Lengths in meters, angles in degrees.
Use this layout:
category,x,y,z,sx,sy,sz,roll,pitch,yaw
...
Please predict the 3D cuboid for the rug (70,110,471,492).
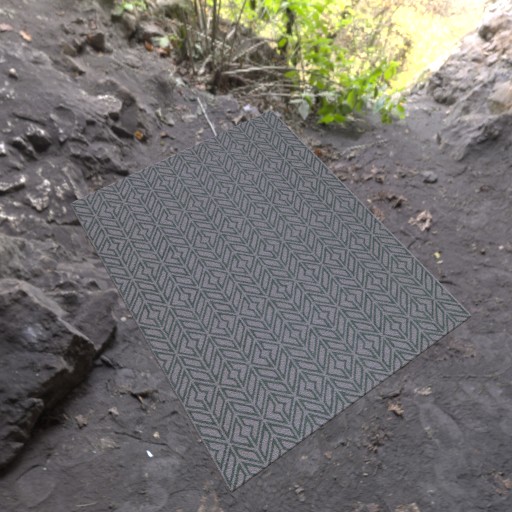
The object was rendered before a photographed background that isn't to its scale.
category,x,y,z,sx,sy,sz,roll,pitch,yaw
rug,0.000,0.000,4.112,2.441,0.017,3.050,-30,64,-16
